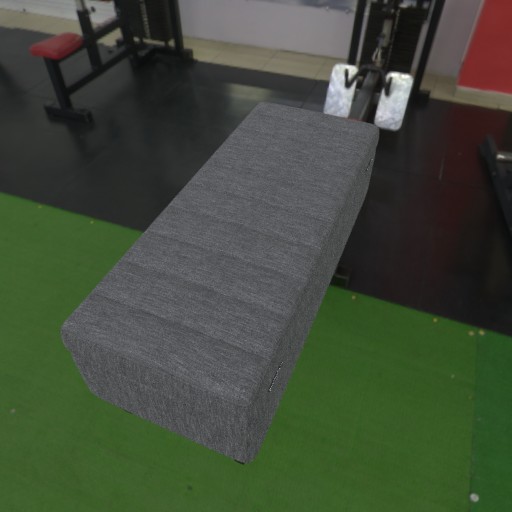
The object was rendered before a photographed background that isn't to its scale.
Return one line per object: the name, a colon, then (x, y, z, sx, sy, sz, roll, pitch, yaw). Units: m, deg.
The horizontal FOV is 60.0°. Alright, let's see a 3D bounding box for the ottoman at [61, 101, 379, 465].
ottoman: (0.000, 0.000, 1.417, 0.482, 0.469, 1.151, 17, 49, 16)
